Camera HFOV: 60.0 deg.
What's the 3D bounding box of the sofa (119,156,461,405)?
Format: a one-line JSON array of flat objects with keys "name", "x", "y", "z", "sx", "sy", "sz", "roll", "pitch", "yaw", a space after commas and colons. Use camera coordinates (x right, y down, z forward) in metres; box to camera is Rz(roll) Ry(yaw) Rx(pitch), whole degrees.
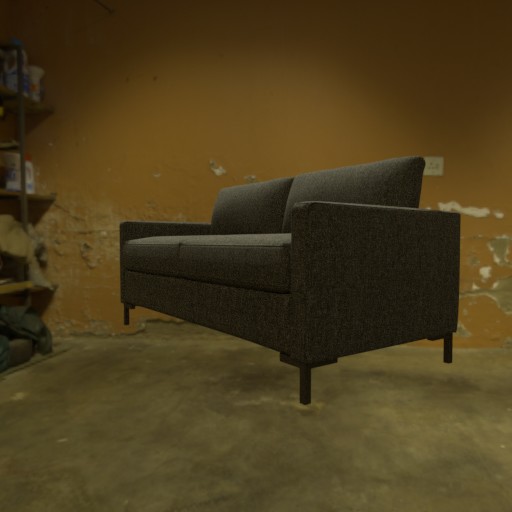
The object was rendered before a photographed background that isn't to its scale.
[{"name": "sofa", "x": 0.000, "y": 0.000, "z": 2.245, "sx": 0.866, "sy": 0.862, "sz": 1.716, "roll": -1, "pitch": 2, "yaw": -36}]
